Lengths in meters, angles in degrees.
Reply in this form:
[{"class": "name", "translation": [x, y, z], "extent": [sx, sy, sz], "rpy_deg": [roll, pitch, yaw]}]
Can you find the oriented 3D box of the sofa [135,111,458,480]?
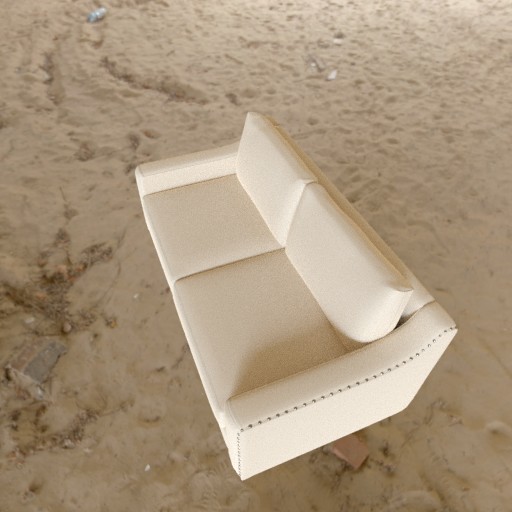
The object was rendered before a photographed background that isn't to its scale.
[{"class": "sofa", "translation": [0.000, 0.000, 2.352], "extent": [0.949, 0.830, 1.812], "rpy_deg": [-16, 47, -15]}]
